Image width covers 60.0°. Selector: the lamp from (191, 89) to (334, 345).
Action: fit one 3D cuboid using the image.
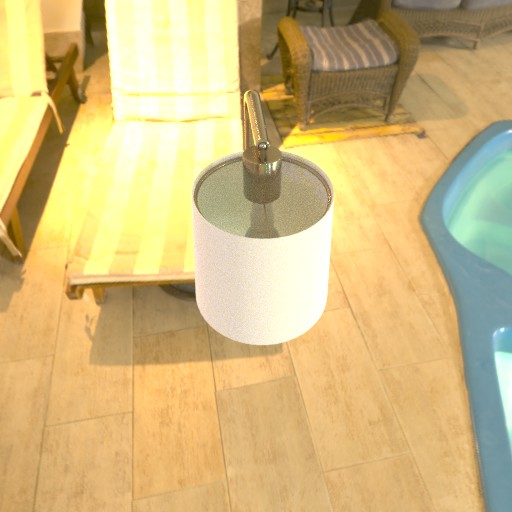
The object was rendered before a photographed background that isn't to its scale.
[{"bbox_3d":[0.000,0.000,0.654,0.171,0.489,0.333,-4,48,-3],"label":"lamp"}]
